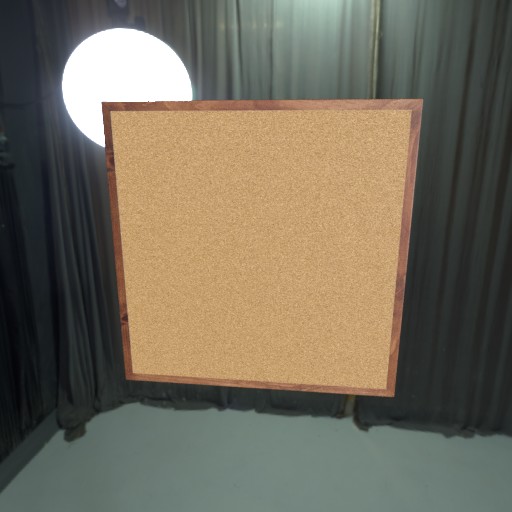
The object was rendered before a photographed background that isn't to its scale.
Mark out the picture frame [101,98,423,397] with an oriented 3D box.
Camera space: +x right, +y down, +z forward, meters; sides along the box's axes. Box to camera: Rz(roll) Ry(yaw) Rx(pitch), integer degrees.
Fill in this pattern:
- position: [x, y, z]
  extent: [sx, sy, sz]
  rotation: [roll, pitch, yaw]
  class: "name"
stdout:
- position: [0.000, 0.000, 1.230]
  extent: [0.810, 0.817, 0.029]
  rotation: [2, 16, 6]
  class: "picture frame"
